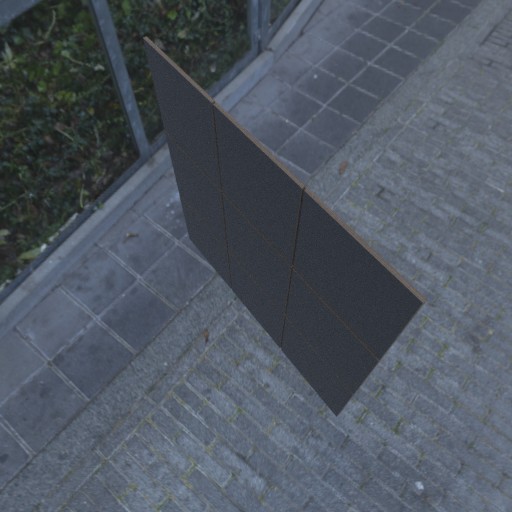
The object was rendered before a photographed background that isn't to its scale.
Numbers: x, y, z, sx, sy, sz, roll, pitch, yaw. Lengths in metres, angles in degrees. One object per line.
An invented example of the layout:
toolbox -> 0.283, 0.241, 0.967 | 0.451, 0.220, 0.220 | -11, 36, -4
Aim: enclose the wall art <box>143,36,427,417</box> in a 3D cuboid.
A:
wall art -> 0.000, 0.000, 1.740 | 0.013, 1.216, 1.216 | -33, 64, -18
